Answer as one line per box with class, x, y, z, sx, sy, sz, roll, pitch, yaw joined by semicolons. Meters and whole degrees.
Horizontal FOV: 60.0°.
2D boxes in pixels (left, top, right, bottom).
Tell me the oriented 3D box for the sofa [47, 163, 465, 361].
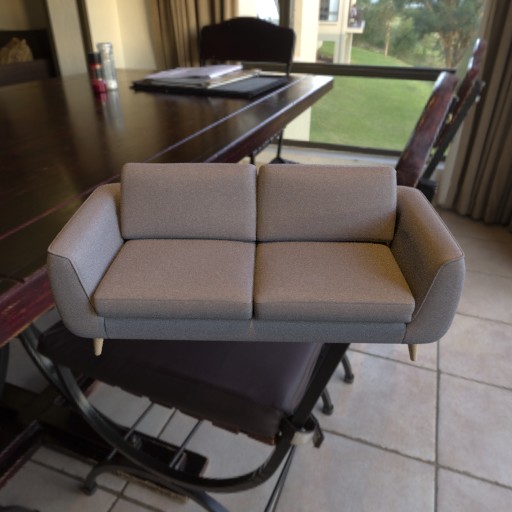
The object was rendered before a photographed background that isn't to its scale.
sofa;0.000;0.000;2.543;2.000;0.870;0.920;1;30;1
